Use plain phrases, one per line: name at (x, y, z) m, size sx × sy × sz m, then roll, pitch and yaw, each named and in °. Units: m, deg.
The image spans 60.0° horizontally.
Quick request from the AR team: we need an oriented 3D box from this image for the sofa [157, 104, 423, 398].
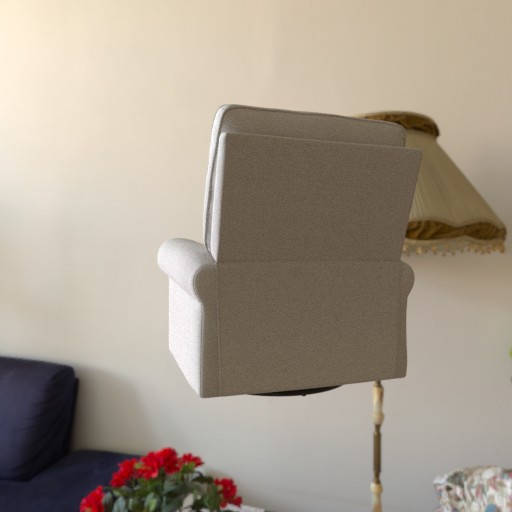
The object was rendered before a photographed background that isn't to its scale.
sofa at (0.000, 0.000, 2.043) m, size 0.880 × 0.959 × 1.478 m, roll 0°, pitch 0°, yaw -18°
